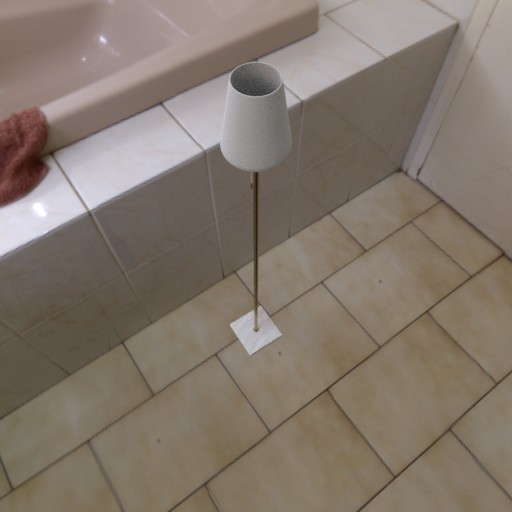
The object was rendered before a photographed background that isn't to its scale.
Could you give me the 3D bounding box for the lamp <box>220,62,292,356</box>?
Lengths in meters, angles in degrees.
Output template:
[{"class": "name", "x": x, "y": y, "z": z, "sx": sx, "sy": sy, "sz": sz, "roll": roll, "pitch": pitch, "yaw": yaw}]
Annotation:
[{"class": "lamp", "x": 0.000, "y": 0.000, "z": 1.936, "sx": 0.229, "sy": 1.813, "sz": 0.232, "roll": -29, "pitch": 64, "yaw": -16}]
